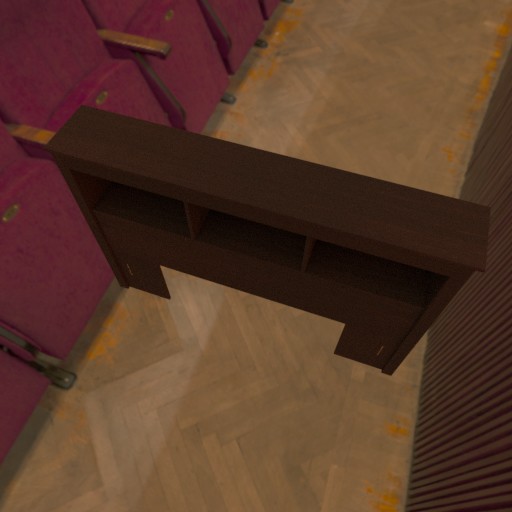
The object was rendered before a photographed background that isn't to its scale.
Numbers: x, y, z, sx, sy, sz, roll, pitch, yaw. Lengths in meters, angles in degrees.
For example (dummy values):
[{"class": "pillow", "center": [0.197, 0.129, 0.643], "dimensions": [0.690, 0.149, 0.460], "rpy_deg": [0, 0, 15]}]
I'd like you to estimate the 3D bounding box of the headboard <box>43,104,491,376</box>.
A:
[{"class": "headboard", "center": [0.000, 0.000, 2.111], "dimensions": [1.671, 1.092, 0.279], "rpy_deg": [17, 58, 11]}]
